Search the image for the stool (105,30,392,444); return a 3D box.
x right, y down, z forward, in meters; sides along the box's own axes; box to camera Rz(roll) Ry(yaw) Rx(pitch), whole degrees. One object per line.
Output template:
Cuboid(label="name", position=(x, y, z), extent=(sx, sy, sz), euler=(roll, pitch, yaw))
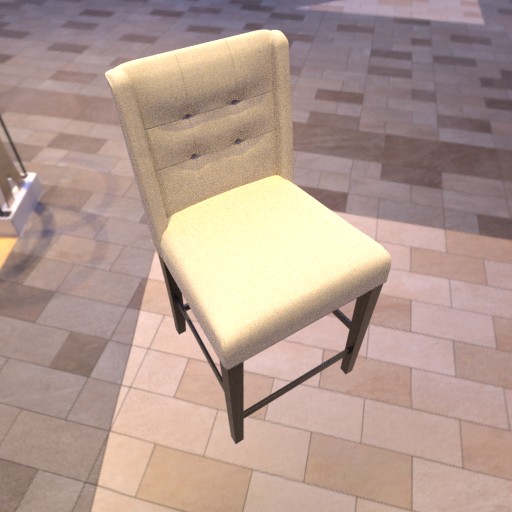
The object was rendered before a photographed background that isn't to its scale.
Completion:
Cuboid(label="stool", position=(0.000, 0.000, 1.187), extent=(0.474, 0.939, 0.509), euler=(-25, 51, -22))
